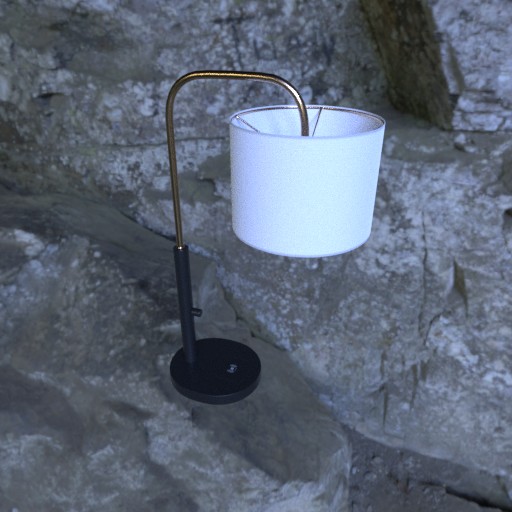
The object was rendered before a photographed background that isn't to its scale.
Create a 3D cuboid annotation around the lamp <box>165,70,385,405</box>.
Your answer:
[{"bbox_3d":[0.000,0.000,0.699,0.337,0.540,0.199,9,30,17],"label":"lamp"}]
